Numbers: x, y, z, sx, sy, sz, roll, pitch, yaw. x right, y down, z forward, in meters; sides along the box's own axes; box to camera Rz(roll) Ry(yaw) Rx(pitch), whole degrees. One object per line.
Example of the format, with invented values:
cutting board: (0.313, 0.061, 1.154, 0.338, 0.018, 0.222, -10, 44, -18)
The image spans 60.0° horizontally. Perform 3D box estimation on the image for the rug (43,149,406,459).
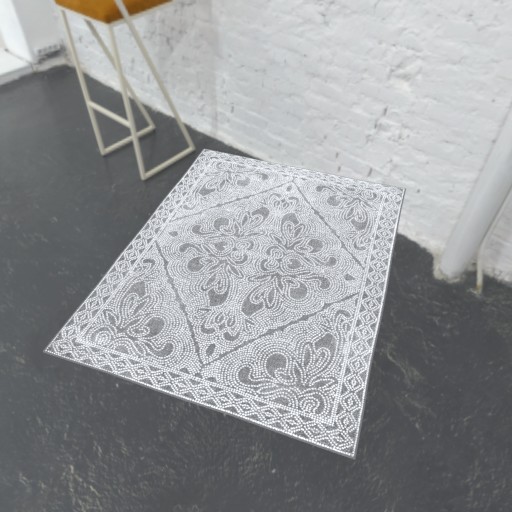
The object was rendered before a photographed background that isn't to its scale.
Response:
rug: (0.000, 0.000, 4.124, 2.438, 0.012, 3.048, 14, 47, 14)
